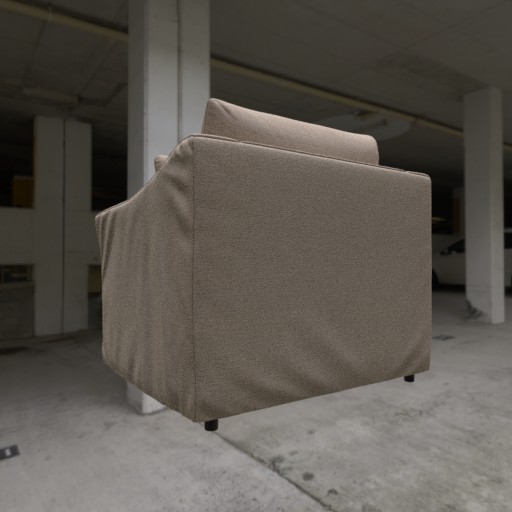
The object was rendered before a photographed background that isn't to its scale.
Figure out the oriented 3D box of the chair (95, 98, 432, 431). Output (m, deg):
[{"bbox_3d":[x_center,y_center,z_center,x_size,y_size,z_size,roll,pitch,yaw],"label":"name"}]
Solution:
[{"bbox_3d":[0.000,0.000,2.044,1.194,1.093,1.071,0,-1,-34],"label":"chair"}]
